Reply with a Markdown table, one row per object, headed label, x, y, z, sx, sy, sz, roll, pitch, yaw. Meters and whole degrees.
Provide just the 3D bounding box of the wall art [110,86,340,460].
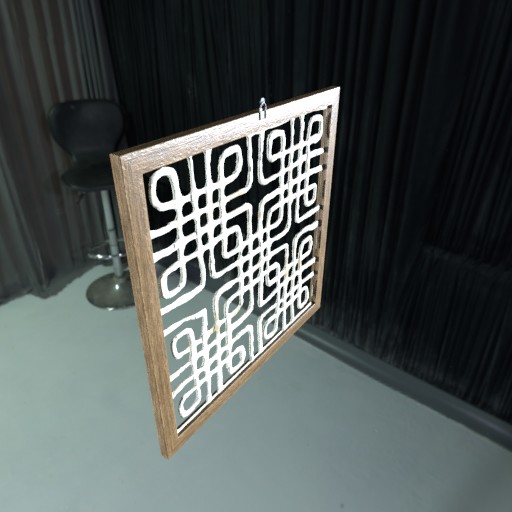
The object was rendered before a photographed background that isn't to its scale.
| label | x | y | z | sx | sy | sz | roll | pitch | yaw |
| --- | --- | --- | --- | --- | --- | --- | --- | --- | --- |
| wall art | 0.000 | 0.000 | 0.850 | 0.021 | 0.582 | 0.561 | 20 | 36 | 30 |
